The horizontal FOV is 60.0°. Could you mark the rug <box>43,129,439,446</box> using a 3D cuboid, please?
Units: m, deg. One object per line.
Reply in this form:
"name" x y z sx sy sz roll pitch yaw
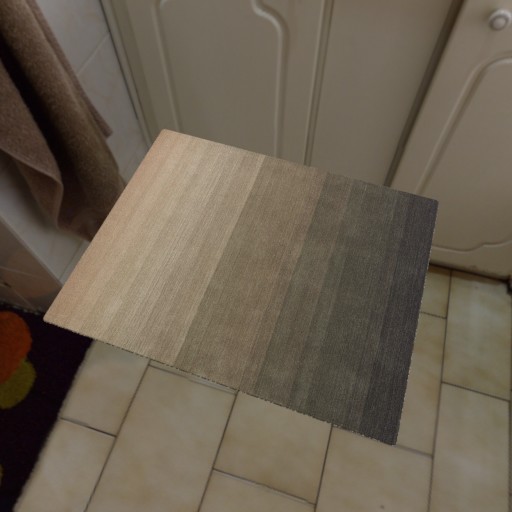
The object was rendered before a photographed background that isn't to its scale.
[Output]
"rug" 0.000 0.000 3.919 2.902 0.017 2.305 17 61 10
